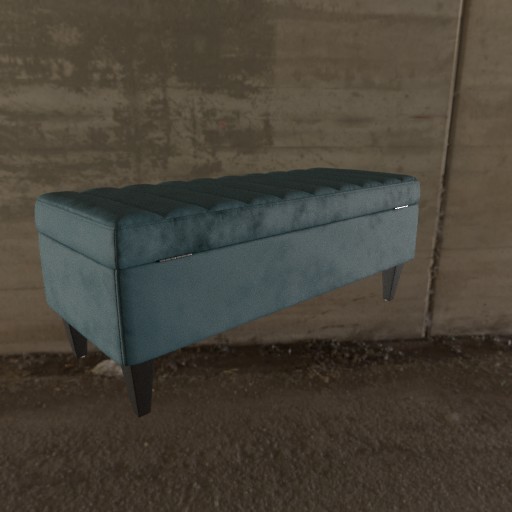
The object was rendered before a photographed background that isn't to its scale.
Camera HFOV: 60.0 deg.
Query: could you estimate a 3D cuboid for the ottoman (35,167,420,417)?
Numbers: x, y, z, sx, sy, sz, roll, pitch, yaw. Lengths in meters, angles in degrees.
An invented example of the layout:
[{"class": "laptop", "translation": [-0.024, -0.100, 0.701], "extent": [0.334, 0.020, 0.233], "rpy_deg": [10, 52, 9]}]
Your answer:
[{"class": "ottoman", "translation": [0.000, 0.000, 1.401], "extent": [1.151, 0.469, 0.482], "rpy_deg": [-14, 22, -40]}]
